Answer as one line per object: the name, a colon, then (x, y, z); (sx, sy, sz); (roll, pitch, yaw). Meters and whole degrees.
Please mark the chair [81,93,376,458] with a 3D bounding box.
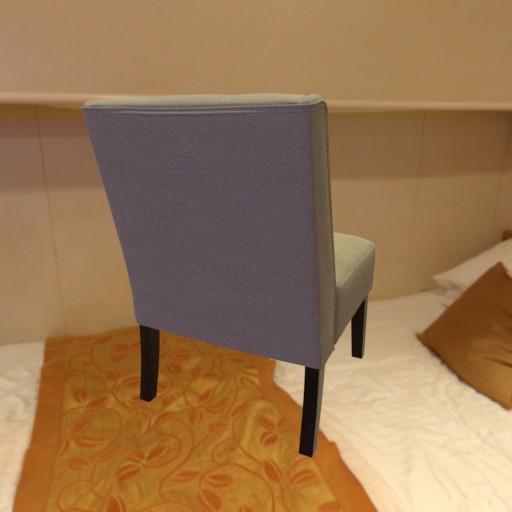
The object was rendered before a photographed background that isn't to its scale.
chair: (0.000, 0.000, 1.282); (0.569, 0.853, 0.676); (8, 19, 25)
